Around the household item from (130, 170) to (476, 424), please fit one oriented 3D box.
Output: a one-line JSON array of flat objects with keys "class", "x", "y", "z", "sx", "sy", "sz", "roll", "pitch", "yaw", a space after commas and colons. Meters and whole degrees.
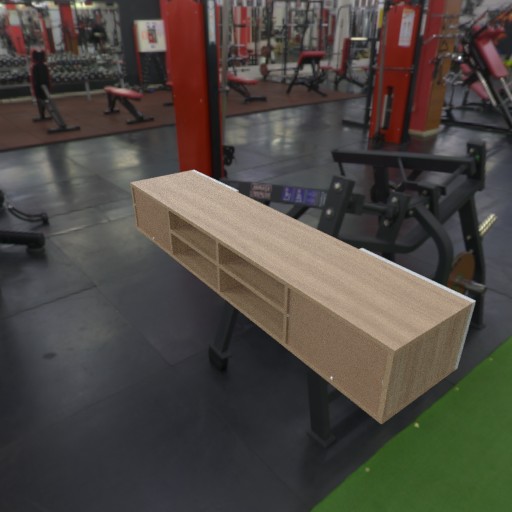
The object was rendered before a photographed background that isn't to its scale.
[{"class": "household item", "x": 0.000, "y": 0.000, "z": 2.073, "sx": 0.420, "sy": 0.310, "sz": 1.850, "roll": -19, "pitch": 33, "yaw": -32}]
